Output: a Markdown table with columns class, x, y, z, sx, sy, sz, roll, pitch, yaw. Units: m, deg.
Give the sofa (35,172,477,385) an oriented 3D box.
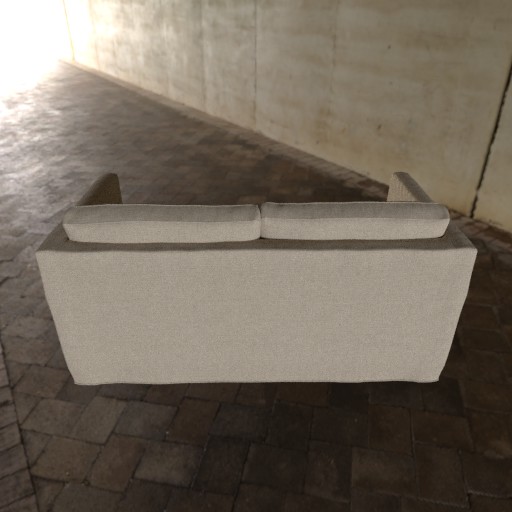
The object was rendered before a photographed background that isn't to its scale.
| class | x | y | z | sx | sy | sz | roll | pitch | yaw |
| --- | --- | --- | --- | --- | --- | --- | --- | --- | --- |
| sofa | 0.000 | 0.000 | 2.265 | 1.766 | 0.828 | 0.956 | 0 | 30 | -1 |
